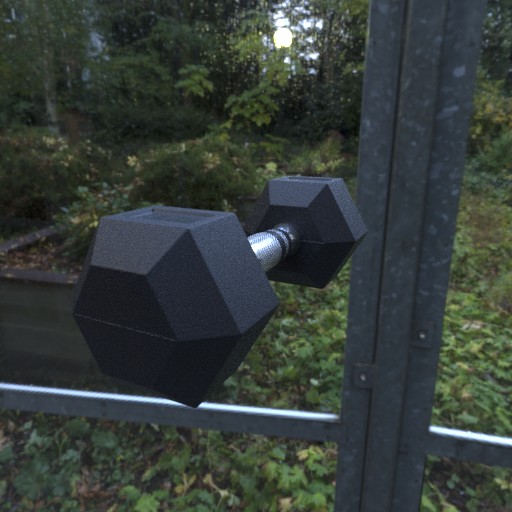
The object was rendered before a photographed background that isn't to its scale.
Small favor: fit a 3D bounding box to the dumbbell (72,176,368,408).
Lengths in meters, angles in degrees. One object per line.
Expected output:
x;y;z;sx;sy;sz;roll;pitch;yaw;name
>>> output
0.000;0.000;0.321;0.106;0.092;0.272;8;18;26;dumbbell
